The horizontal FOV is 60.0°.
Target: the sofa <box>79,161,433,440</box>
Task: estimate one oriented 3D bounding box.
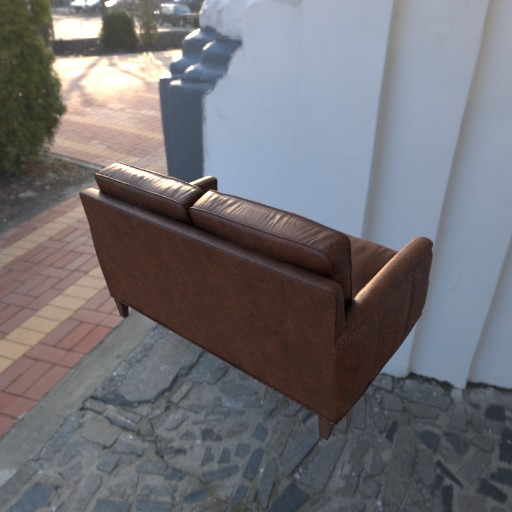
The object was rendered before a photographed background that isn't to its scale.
[{"bbox_3d":[0.000,0.000,2.419,1.628,1.003,1.083,21,36,32],"label":"sofa"}]
